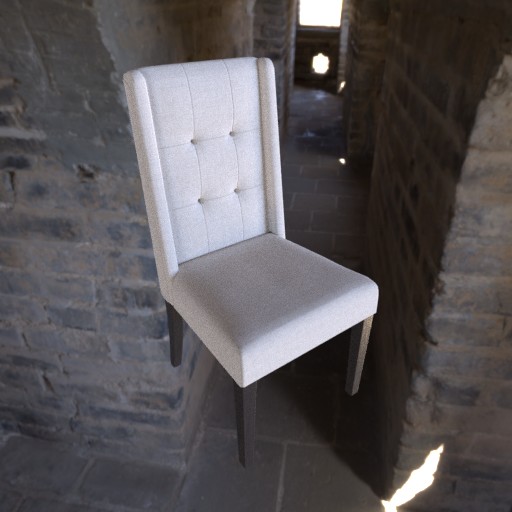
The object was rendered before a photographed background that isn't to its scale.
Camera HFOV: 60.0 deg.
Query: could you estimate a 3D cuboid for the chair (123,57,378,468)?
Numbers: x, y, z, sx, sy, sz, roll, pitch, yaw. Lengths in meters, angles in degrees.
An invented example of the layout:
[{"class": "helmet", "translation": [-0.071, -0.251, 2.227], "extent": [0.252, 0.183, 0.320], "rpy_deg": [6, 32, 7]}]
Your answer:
[{"class": "chair", "translation": [0.000, 0.000, 1.246], "extent": [0.474, 0.961, 0.523], "rpy_deg": [-21, 37, -31]}]
